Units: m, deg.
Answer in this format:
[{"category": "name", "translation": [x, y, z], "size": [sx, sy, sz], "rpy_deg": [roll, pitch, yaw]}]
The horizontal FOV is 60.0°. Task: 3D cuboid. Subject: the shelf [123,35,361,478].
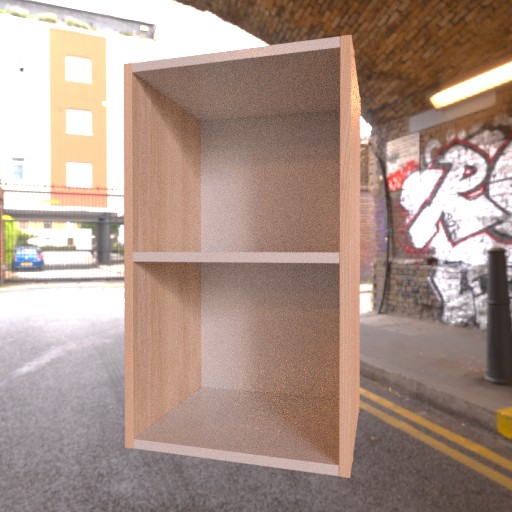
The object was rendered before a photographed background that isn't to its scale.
[{"category": "shelf", "translation": [0.000, 0.000, 0.785], "size": [0.350, 0.600, 0.290], "rpy_deg": [0, 1, 16]}]
